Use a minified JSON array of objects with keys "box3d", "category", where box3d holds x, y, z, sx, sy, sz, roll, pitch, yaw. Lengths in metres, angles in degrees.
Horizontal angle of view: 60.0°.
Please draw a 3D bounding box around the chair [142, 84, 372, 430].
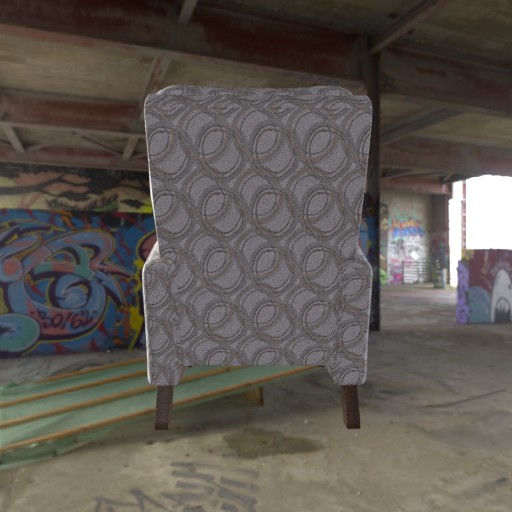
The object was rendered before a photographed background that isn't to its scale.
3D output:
[{"box3d":[0.000,0.000,1.716,0.796,1.065,0.995,0,0,-1],"category":"chair"}]
